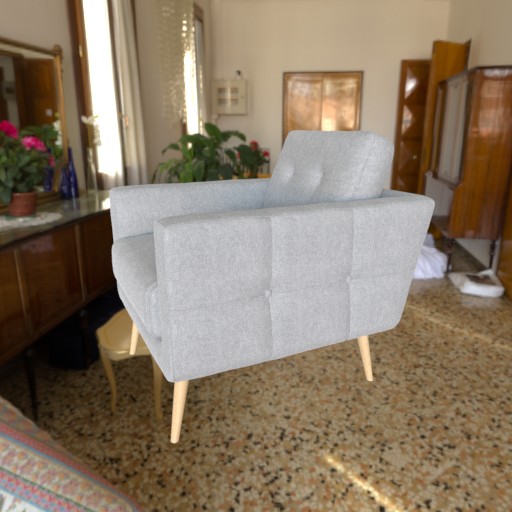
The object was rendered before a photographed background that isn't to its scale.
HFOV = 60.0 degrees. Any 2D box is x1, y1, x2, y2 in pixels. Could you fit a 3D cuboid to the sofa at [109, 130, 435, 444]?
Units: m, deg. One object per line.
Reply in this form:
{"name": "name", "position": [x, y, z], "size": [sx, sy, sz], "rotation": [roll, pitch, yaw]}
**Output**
{"name": "sofa", "position": [0.000, 0.000, 1.580], "size": [0.920, 0.860, 0.770], "rotation": [-8, 18, -26]}
